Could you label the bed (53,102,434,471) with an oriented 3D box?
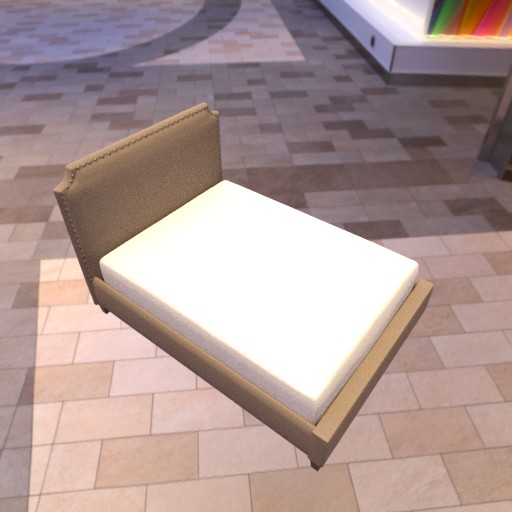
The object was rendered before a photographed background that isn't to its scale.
[{"bbox_3d":[0.000,0.000,3.475,2.372,1.443,1.713,27,48,28],"label":"bed"}]
